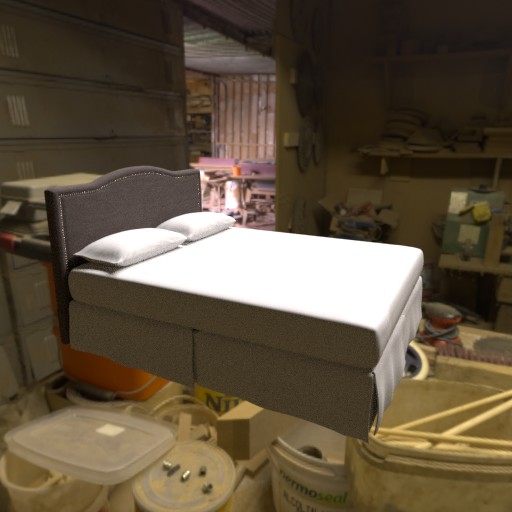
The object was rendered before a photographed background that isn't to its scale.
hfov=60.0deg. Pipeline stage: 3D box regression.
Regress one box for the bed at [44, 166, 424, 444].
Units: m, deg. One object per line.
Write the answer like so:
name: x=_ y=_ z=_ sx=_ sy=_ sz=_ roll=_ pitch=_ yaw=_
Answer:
bed: x=0.000 y=0.000 z=3.894 sx=2.689 sy=1.457 sz=2.161 roll=8 pitch=18 yaw=26
